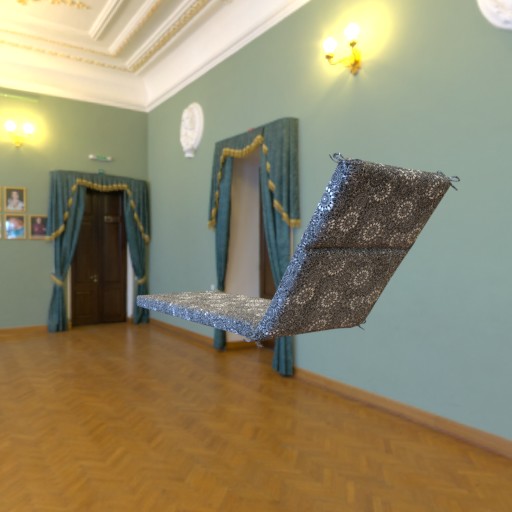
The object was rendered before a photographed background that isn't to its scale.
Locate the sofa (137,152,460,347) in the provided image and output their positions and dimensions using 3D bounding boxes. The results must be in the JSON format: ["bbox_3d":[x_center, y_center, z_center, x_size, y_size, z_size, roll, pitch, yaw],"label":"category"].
[{"bbox_3d":[0.000,0.000,2.040,0.582,0.622,1.663,-1,1,-36],"label":"sofa"}]
